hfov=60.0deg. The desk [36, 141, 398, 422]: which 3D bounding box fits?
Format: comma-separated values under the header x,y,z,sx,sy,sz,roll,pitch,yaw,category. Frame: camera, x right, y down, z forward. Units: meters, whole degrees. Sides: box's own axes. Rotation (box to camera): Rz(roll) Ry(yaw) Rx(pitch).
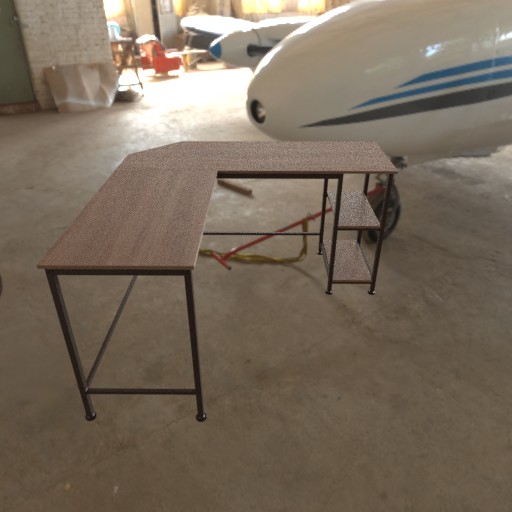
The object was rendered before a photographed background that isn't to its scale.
x,y,z,sx,sy,sz,roll,pitch,yaw,category
0.000,0.000,2.180,1.379,0.739,1.379,0,31,0,desk
